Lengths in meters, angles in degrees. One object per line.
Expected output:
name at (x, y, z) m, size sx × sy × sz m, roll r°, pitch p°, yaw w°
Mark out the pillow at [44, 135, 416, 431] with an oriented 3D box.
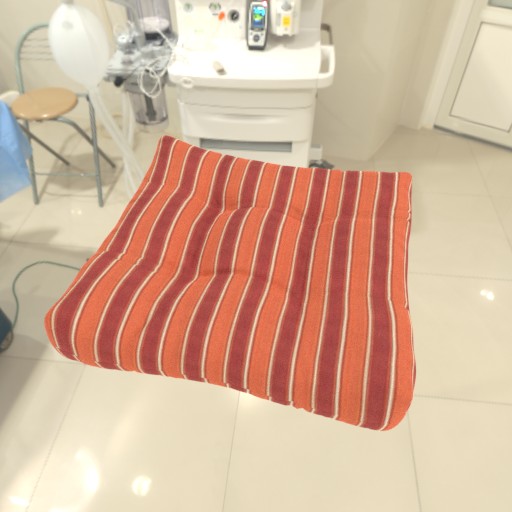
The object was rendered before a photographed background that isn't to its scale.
pillow at (0.000, 0.000, 0.715) m, size 0.490 × 0.133 × 0.468 m, roll 9°, pitch 48°, yaw 9°
